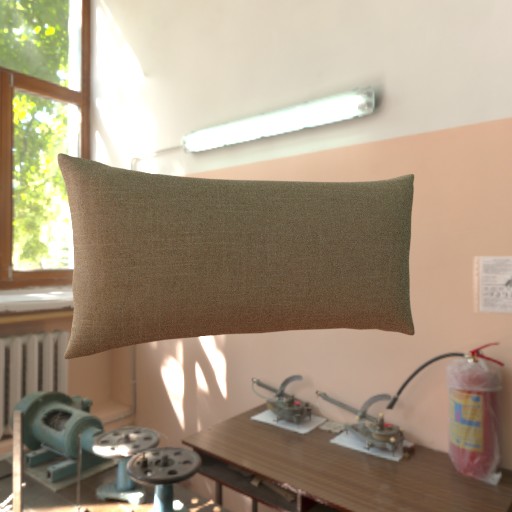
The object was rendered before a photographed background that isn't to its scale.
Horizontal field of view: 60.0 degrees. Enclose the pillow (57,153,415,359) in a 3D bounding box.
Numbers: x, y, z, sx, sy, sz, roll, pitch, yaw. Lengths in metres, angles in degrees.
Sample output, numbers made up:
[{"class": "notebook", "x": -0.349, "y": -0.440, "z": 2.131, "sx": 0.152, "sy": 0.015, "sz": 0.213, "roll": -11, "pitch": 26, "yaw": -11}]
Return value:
[{"class": "pillow", "x": 0.000, "y": 0.000, "z": 1.041, "sx": 0.859, "sy": 0.429, "sz": 0.197, "roll": 0, "pitch": 0, "yaw": -16}]
